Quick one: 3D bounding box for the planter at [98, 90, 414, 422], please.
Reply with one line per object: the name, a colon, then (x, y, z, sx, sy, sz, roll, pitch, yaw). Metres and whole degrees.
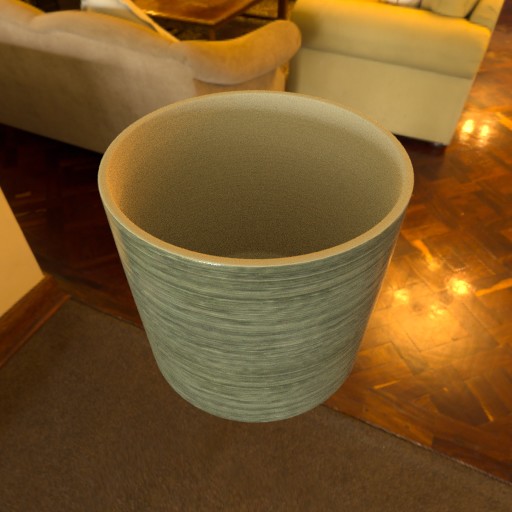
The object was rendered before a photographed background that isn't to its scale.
planter: (0.000, 0.000, 0.390, 0.221, 0.201, 0.221, 0, 45, 0)
